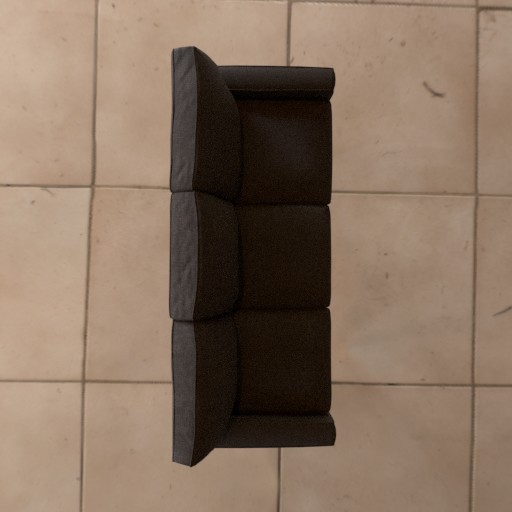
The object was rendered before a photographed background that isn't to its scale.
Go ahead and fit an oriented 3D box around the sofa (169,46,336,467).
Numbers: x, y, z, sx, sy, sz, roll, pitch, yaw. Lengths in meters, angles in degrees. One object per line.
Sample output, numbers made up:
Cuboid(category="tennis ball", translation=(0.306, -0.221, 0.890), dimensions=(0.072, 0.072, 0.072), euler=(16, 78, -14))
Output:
Cuboid(category="sofa", translation=(0.000, 0.000, 2.837), dimensions=(1.004, 0.978, 2.369), euler=(0, 89, -2))
